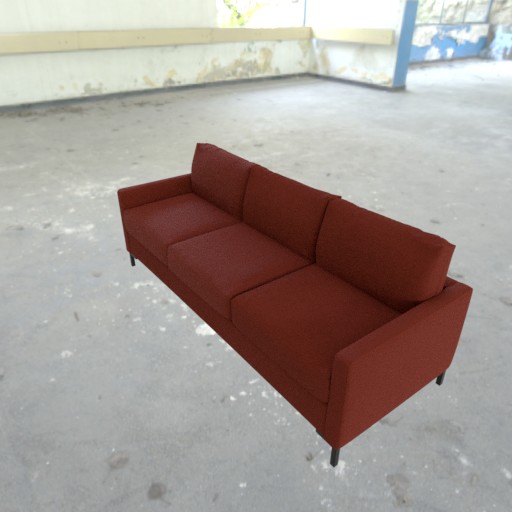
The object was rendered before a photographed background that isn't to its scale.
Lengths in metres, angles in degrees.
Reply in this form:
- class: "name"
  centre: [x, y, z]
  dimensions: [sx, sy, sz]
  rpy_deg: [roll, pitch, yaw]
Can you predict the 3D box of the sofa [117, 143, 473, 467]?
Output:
- class: "sofa"
  centre: [0.000, 0.000, 2.687]
  dimensions: [0.875, 0.879, 2.252]
  rpy_deg: [-20, 35, -32]
